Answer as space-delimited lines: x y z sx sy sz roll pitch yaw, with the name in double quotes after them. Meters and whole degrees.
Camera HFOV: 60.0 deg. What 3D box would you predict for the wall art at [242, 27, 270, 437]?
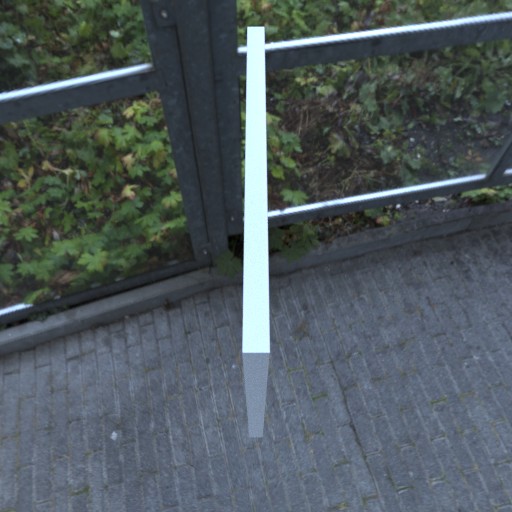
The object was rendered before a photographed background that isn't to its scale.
0.000 0.000 0.681 0.023 0.453 0.455 0 59 0 "wall art"
